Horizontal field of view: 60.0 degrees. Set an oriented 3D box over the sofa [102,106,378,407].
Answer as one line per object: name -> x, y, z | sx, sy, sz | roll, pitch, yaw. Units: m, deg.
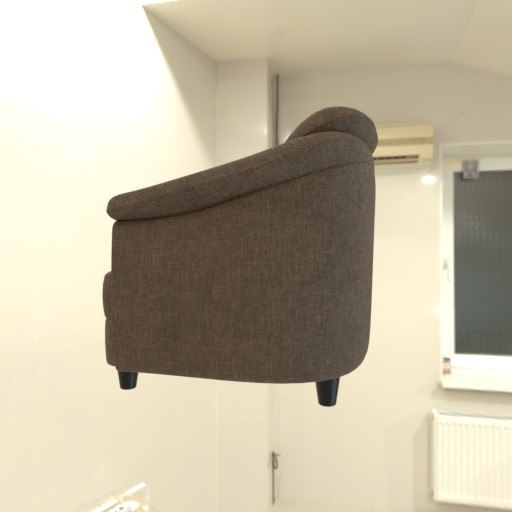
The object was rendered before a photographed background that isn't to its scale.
sofa -> 0.000, 0.000, 1.504 | 0.794, 0.811, 0.870 | 0, 0, 19
